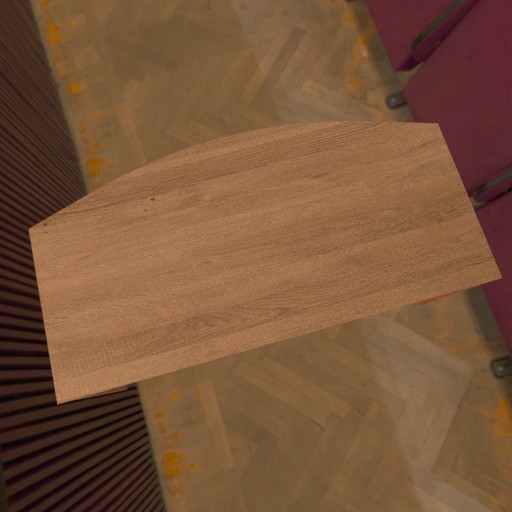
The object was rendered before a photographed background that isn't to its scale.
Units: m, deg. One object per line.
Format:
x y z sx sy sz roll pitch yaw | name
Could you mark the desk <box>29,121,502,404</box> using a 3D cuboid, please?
0.000 0.000 1.987 1.600 0.752 0.802 -15 77 -4 | desk
